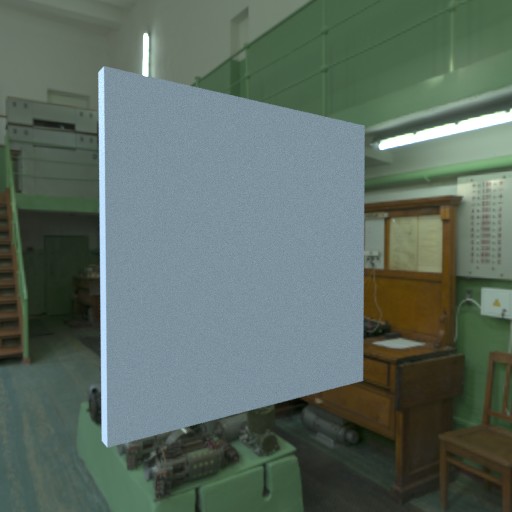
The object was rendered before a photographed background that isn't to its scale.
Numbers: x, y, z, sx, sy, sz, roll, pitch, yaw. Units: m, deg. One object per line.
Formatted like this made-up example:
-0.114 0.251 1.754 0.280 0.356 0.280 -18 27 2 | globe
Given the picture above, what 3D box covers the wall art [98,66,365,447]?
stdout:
0.000 0.000 0.822 0.559 0.559 0.028 -1 2 -35 | wall art
